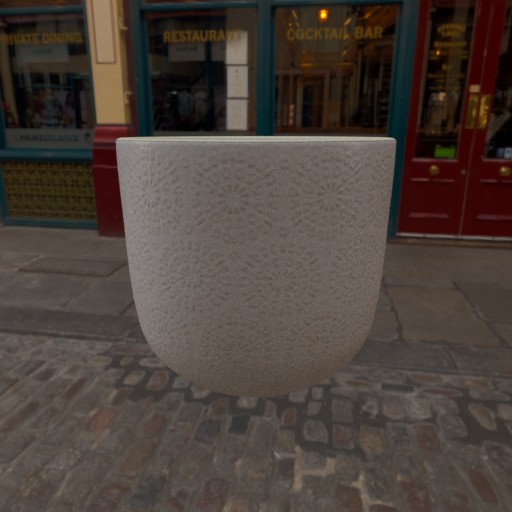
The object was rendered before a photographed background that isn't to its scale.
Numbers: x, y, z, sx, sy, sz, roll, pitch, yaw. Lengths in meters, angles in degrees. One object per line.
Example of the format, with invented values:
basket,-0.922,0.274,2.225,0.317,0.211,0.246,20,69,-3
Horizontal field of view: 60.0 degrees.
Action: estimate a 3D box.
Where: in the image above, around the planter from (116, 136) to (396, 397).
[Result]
planter,0.000,0.000,0.368,0.208,0.190,0.208,0,16,0
